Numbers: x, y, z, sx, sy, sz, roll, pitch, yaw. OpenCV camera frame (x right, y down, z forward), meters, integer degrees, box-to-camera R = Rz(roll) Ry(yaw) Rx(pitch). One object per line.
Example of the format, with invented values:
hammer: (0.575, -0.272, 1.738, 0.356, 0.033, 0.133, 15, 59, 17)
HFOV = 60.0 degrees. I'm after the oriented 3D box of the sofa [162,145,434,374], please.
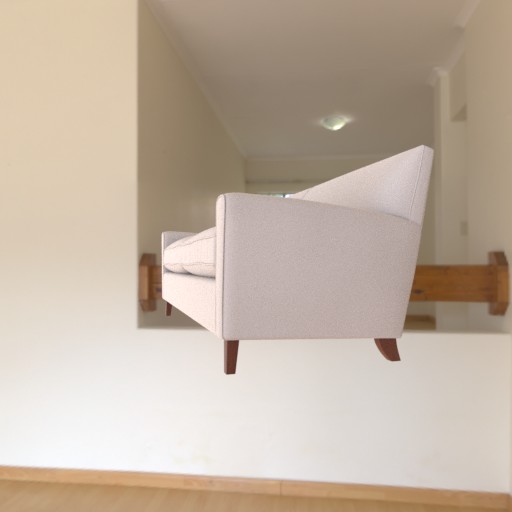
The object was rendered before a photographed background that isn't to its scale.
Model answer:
sofa: (0.000, 0.000, 2.513, 0.875, 0.846, 2.000, 0, -1, -18)
